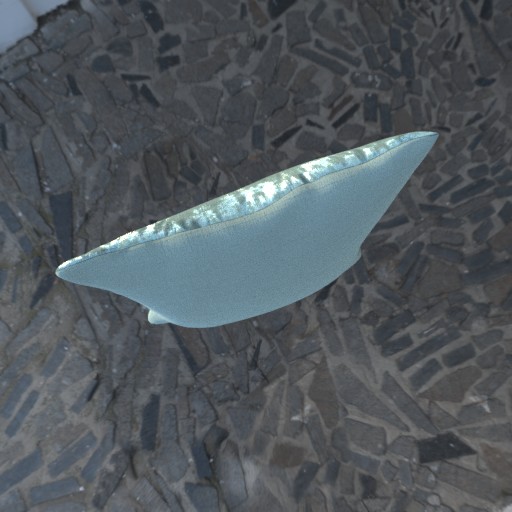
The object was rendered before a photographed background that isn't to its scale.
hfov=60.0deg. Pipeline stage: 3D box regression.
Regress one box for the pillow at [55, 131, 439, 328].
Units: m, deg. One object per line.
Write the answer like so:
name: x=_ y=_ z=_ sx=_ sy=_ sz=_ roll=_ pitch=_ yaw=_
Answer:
pillow: x=0.000 y=0.000 z=0.722 sx=0.470 sy=0.464 sz=0.175 roll=-19 pitch=76 yaw=-5
